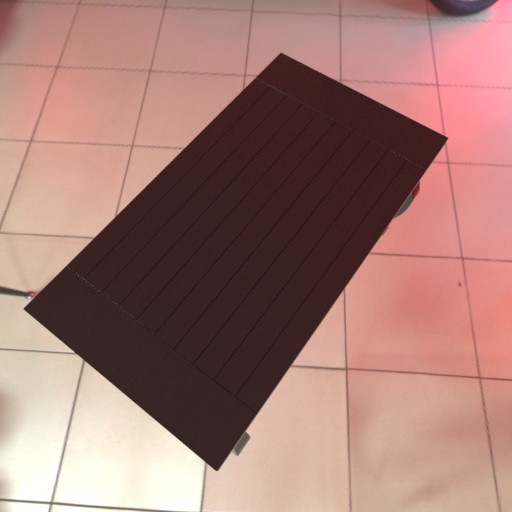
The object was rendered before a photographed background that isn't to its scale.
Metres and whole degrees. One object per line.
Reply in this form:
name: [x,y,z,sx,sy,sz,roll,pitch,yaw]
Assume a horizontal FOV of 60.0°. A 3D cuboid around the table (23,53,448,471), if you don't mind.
table: [0.000,0.000,1.378,0.600,0.494,1.062,34,69,15]
